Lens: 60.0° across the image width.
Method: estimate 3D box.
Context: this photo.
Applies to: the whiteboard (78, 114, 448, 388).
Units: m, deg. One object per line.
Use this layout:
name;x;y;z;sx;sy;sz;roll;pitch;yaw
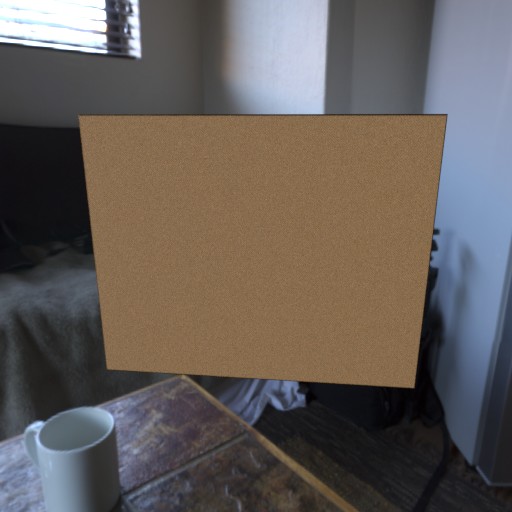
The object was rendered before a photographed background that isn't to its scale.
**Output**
whiteboard;0.000;0.000;0.751;0.561;0.457;0.029;2;17;6
